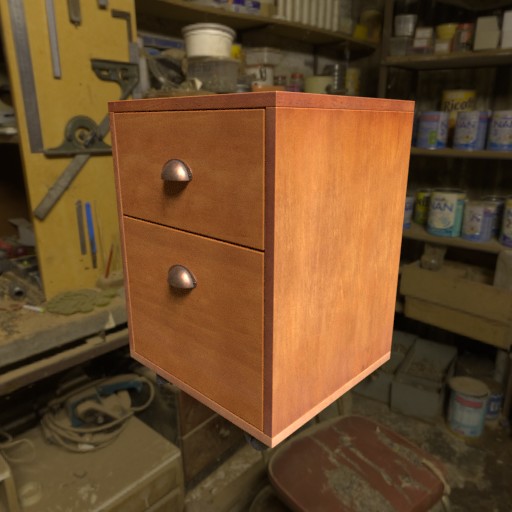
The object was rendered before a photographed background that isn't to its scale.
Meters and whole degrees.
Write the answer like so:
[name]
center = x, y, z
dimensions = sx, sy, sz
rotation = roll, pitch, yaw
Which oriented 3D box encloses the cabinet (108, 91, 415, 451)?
[cabinet]
center = 0.000, 0.000, 0.878
dimensions = 0.409, 0.579, 0.401
rotation = 15, 23, 41
